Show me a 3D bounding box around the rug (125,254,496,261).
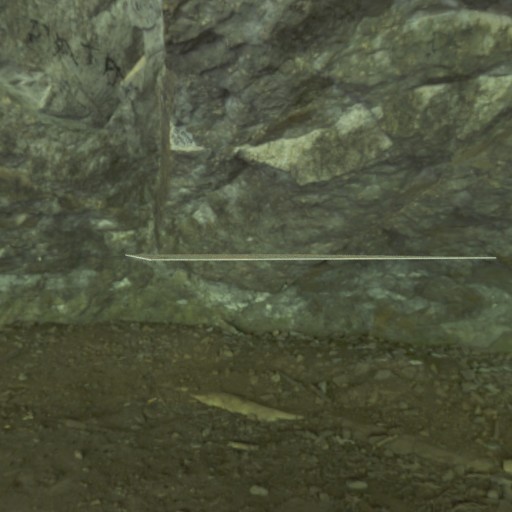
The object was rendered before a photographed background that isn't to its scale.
[{"bbox_3d":[0.000,0.000,2.265,1.217,0.005,1.818,0,1,-19],"label":"rug"}]
